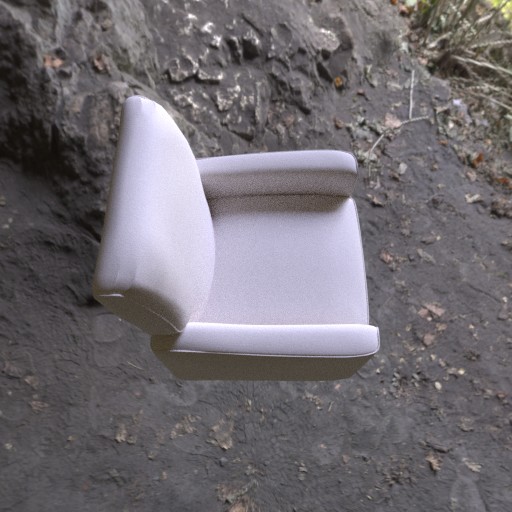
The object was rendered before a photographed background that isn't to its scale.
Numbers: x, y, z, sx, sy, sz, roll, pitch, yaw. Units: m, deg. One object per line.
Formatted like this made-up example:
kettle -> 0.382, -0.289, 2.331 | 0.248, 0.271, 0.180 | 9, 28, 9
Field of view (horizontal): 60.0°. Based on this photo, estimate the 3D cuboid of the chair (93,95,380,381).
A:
chair -> 0.000, 0.000, 1.686 | 0.858, 1.028, 0.841 | 0, 65, 0
